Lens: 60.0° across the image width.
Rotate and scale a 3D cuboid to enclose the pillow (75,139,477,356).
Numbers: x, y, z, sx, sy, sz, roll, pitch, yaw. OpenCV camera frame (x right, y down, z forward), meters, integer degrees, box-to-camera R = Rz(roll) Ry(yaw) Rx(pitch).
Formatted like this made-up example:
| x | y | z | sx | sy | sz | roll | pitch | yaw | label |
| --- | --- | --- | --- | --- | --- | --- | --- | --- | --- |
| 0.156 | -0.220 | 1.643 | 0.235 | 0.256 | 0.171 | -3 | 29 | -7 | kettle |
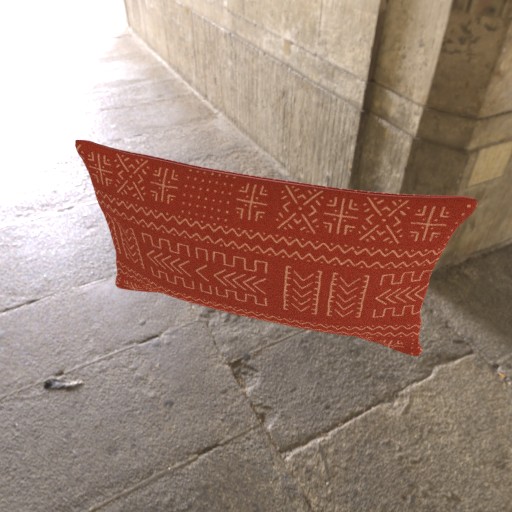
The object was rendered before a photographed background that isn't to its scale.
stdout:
| x | y | z | sx | sy | sz | roll | pitch | yaw | label |
| --- | --- | --- | --- | --- | --- | --- | --- | --- | --- |
| 0.000 | 0.000 | 0.778 | 0.640 | 0.352 | 0.130 | 11 | 43 | 12 | pillow |
